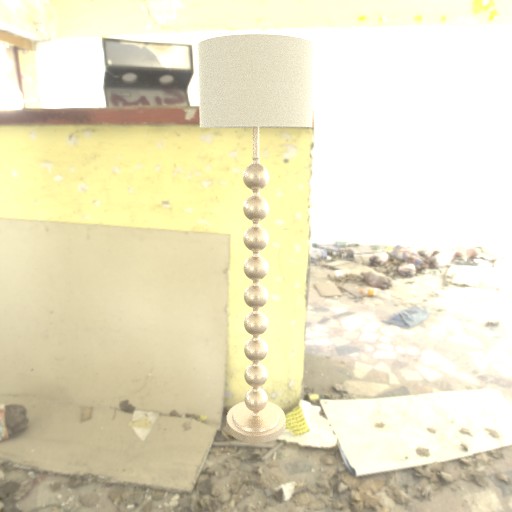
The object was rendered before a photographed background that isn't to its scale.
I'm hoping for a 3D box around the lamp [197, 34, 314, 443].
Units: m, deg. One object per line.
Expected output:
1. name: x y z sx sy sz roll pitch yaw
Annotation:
1. lamp: 0.000 0.000 1.684 0.394 1.474 0.394 8 17 27
